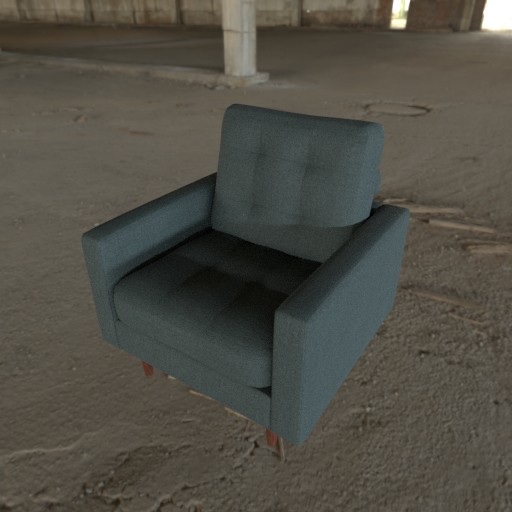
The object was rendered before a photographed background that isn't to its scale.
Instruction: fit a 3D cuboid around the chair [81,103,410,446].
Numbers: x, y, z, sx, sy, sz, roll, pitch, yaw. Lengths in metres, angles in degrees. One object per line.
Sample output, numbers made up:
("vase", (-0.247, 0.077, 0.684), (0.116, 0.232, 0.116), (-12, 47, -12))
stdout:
("chair", (0.000, 0.000, 1.544), (0.821, 0.880, 0.843), (18, 35, 29))
